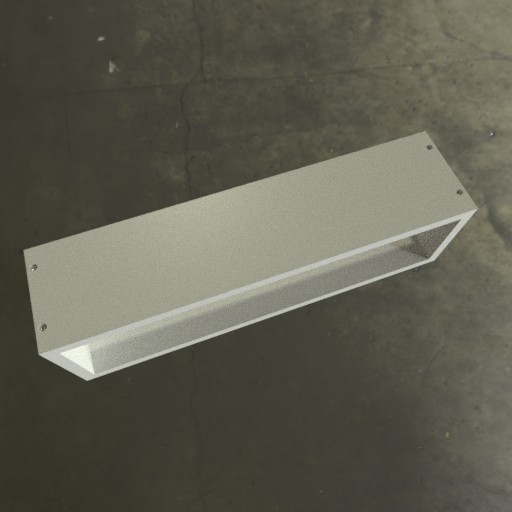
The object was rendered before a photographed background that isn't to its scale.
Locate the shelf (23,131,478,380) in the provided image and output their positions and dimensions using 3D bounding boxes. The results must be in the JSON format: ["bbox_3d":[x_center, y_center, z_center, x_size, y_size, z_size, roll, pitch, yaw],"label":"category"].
[{"bbox_3d":[0.000,0.000,0.685,0.610,0.170,0.150,-18,65,-9],"label":"shelf"}]
